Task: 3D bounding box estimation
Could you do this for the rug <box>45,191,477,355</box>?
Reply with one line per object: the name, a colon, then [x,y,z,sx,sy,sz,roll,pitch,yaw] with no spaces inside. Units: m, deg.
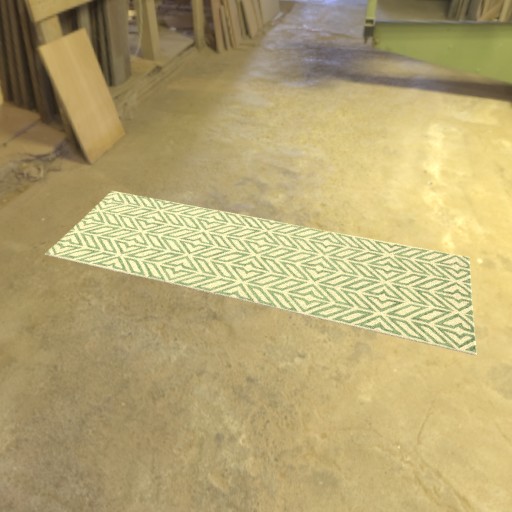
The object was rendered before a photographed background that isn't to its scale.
rug: [0.000,0.000,2.655,2.435,0.009,0.750,12,42,13]
